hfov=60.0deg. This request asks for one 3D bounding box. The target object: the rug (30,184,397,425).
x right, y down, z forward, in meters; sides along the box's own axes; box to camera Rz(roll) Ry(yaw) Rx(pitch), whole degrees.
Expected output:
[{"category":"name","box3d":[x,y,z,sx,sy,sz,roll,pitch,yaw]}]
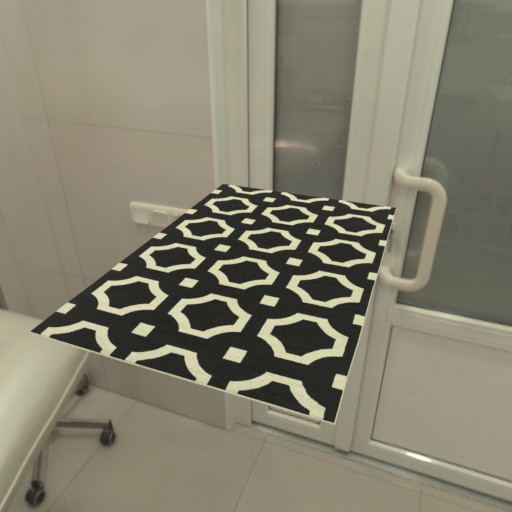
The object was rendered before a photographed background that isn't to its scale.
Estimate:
[{"category":"rug","box3d":[0.000,0.000,2.905,1.555,0.016,2.286,11,31,18]}]
